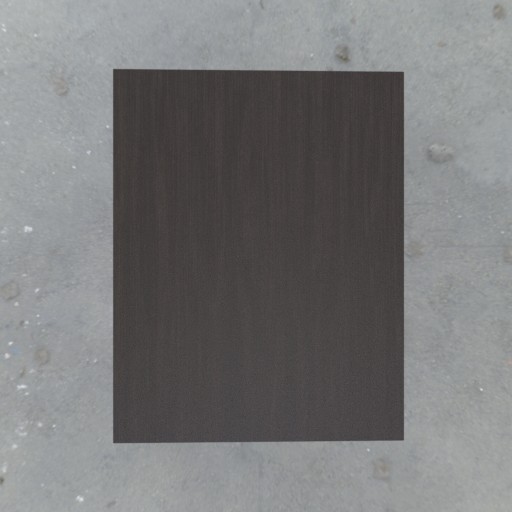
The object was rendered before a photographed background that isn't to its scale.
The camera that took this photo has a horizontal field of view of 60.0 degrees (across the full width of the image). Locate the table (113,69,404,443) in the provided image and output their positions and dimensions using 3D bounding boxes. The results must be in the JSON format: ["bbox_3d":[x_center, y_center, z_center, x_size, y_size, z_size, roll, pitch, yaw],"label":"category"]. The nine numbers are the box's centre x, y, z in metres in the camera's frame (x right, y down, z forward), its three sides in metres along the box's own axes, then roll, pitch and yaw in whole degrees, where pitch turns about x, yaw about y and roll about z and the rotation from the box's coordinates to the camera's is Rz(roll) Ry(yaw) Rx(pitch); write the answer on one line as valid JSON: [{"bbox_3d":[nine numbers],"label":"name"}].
[{"bbox_3d":[0.000,0.000,0.889,0.381,0.635,0.480,0,90,-1],"label":"table"}]
